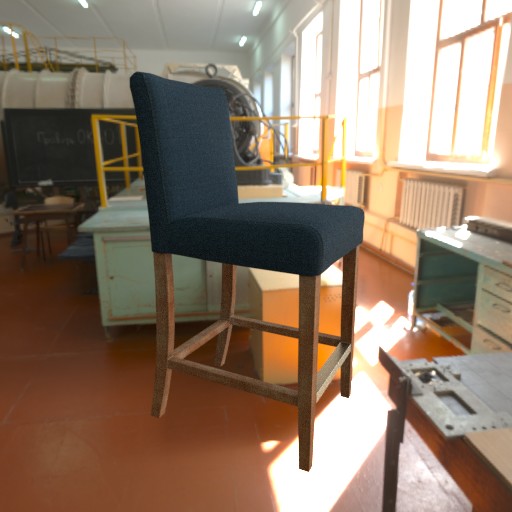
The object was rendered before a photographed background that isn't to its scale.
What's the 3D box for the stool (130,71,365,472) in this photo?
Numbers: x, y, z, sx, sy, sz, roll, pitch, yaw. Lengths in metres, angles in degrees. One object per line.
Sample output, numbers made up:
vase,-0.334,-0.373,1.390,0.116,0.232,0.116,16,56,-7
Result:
stool,0.000,0.000,1.362,0.567,1.039,0.454,7,16,26
